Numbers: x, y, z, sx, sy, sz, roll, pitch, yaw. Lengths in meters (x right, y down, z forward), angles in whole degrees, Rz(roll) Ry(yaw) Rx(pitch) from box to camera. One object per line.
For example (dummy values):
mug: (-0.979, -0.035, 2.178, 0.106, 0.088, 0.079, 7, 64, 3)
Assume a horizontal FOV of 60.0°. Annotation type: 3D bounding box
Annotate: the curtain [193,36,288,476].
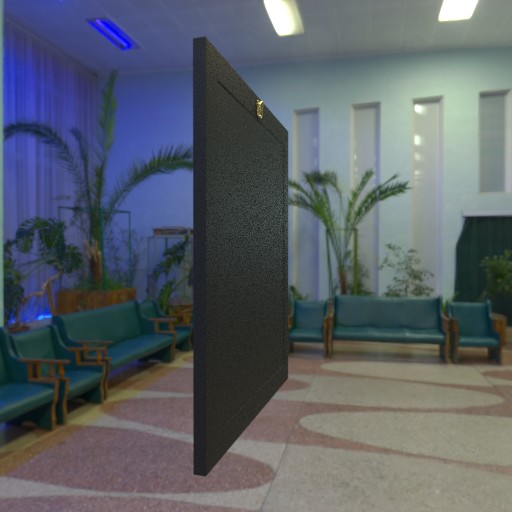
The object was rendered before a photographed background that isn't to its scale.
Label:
curtain: (0.000, 0.000, 0.821, 0.027, 0.585, 0.483, 0, 0, 17)
